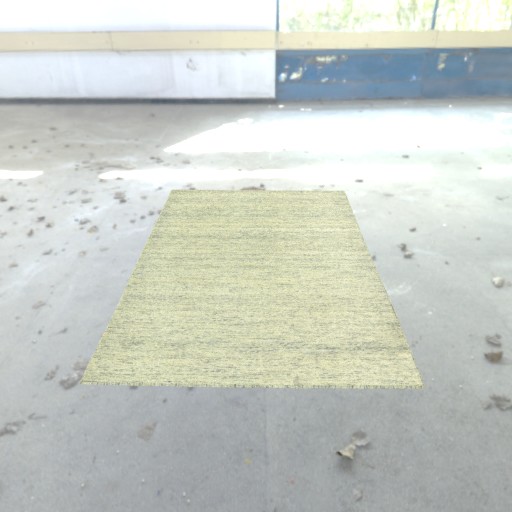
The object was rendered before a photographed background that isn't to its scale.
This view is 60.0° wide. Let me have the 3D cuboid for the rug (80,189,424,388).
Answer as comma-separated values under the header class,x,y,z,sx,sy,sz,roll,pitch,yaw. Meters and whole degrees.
class,x,y,z,sx,sy,sz,roll,pitch,yaw
rug,0.000,0.000,2.370,1.243,0.014,1.846,0,30,1
